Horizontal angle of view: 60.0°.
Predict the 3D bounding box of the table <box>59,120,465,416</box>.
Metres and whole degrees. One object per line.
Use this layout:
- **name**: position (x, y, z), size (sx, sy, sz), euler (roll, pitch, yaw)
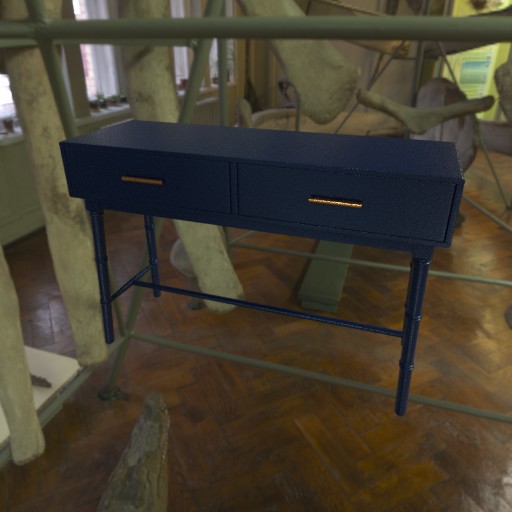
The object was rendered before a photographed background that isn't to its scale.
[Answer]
- **table**: position (0.000, 0.000, 1.473), size (1.118, 0.749, 0.399), euler (9, 28, 17)
